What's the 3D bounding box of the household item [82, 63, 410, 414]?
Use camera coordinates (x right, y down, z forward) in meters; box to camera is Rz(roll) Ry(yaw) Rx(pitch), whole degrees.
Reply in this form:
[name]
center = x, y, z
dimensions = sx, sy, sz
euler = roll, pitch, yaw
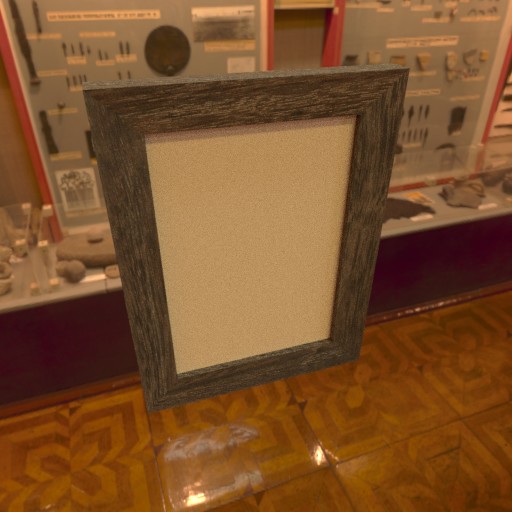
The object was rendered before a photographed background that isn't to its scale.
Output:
[household item]
center = 0.000, 0.000, 0.272
dimensions = 0.160, 0.210, 0.020
euler = -10, 34, -15
